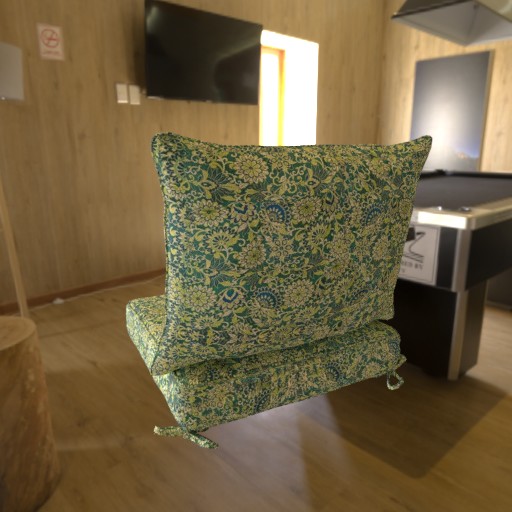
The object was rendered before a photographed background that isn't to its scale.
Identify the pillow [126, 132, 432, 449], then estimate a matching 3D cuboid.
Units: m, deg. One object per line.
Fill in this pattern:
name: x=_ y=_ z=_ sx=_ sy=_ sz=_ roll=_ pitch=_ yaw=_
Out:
pillow: x=0.000 y=0.000 z=1.356 sx=0.798 sy=0.722 sz=0.740 roll=-8 pitch=17 yaw=-26
